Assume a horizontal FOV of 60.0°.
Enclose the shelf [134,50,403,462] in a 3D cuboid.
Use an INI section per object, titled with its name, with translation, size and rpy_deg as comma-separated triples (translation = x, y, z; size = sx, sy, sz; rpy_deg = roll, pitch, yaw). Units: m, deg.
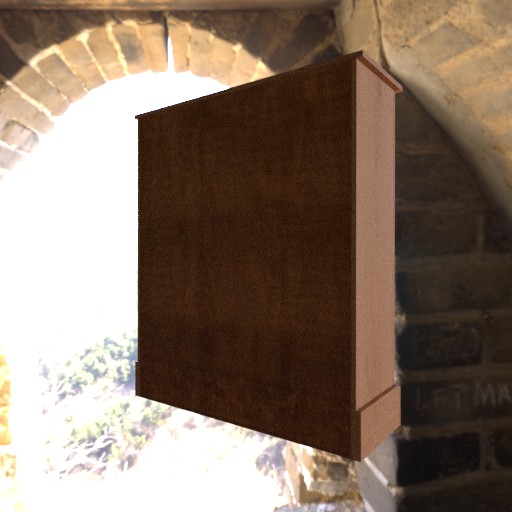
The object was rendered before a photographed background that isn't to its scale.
[shelf]
translation = 0.000, 0.000, 1.417
size = 0.840, 0.980, 0.291
rpy_deg = 0, 0, 36
